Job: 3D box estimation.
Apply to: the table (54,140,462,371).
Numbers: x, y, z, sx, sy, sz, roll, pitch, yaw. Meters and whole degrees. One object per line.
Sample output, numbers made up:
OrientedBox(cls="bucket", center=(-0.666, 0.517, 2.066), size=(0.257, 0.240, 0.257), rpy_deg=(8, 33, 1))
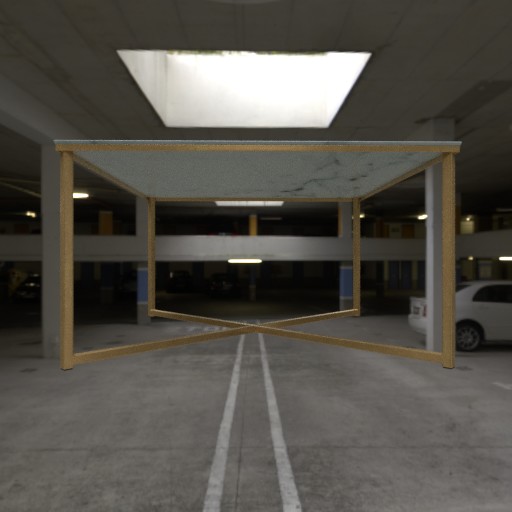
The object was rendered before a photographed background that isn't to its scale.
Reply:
OrientedBox(cls="table", center=(0.000, 0.000, 1.267), size=(0.800, 0.450, 0.800), rpy_deg=(0, 0, -1))
